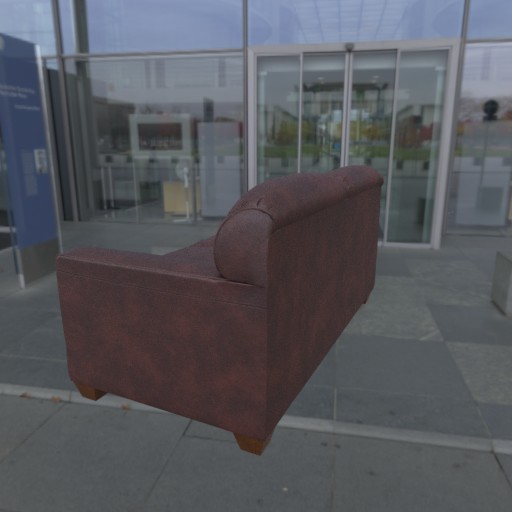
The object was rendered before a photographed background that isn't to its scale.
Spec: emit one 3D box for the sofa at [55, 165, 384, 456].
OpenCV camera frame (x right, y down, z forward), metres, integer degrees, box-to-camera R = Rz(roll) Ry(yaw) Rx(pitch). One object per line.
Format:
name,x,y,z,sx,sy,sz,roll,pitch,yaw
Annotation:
sofa,0.000,0.000,2.415,1.000,0.966,1.856,7,16,25
